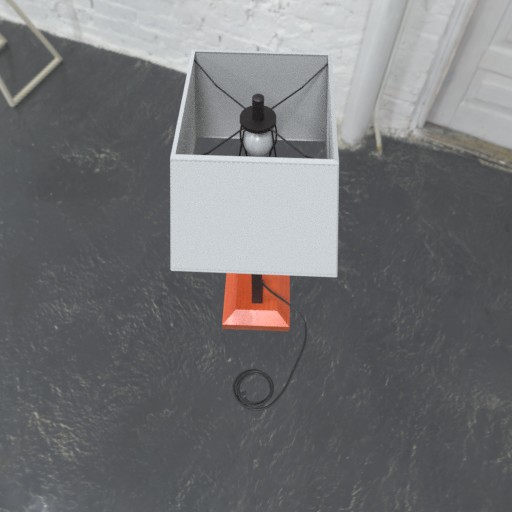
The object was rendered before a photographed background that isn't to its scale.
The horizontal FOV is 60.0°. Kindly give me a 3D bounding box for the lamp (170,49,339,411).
[{"bbox_3d":[0.000,0.000,0.974,0.310,0.737,0.498,2,58,2],"label":"lamp"}]
